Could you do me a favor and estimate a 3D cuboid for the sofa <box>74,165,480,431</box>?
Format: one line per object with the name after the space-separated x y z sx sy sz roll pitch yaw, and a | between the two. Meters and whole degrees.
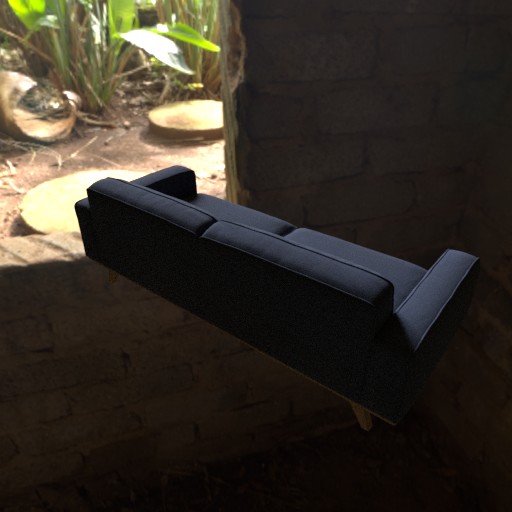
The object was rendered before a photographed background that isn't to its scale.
0.000 0.000 2.645 2.270 0.782 0.953 22 38 32 | sofa
